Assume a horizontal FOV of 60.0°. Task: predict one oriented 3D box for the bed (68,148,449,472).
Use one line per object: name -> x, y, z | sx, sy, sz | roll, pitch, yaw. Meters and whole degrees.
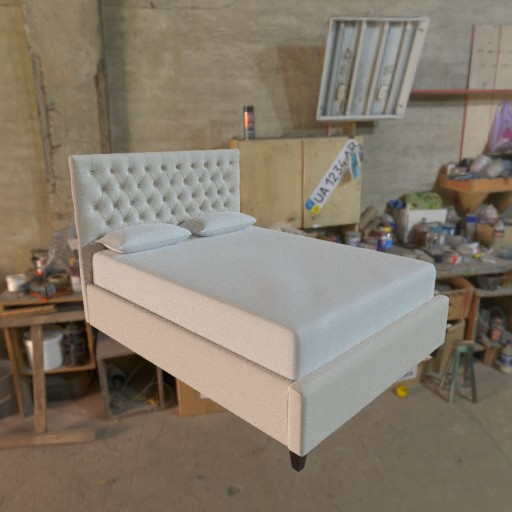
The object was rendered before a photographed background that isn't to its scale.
bed -> 0.000, 0.000, 3.245 | 2.233, 1.426, 1.696 | 15, 22, 42
